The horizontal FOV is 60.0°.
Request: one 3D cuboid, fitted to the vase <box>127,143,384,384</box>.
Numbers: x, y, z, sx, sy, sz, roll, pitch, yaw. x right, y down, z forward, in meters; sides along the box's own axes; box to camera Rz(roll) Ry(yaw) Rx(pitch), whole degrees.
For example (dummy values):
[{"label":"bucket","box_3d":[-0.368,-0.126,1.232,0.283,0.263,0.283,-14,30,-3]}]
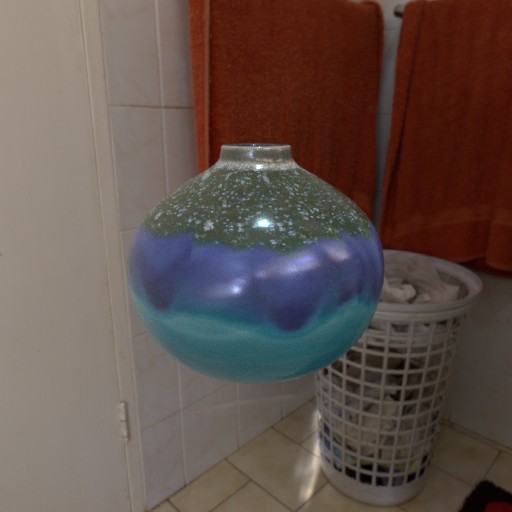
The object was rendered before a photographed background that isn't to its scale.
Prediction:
[{"label":"vase","box_3d":[0.000,0.000,0.273,0.154,0.133,0.154,0,17,0]}]
